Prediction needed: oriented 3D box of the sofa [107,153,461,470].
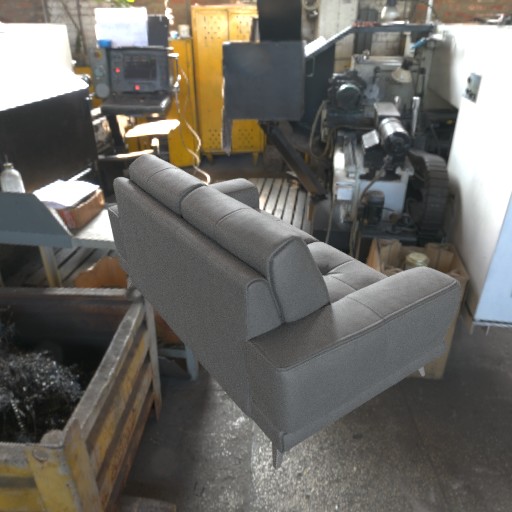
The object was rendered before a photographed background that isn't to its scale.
[{"bbox_3d":[0.000,0.000,2.356,1.018,0.907,1.806,-18,33,-30],"label":"sofa"}]
